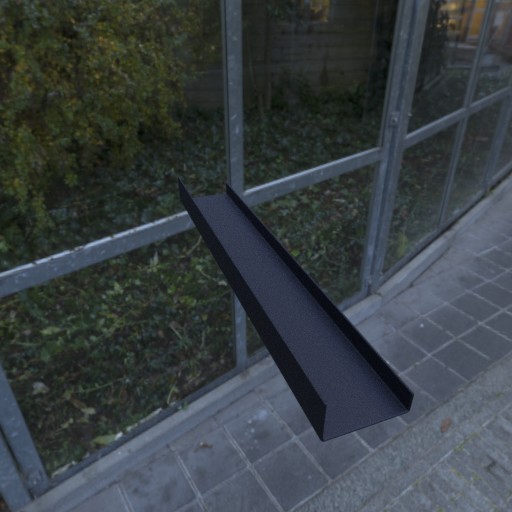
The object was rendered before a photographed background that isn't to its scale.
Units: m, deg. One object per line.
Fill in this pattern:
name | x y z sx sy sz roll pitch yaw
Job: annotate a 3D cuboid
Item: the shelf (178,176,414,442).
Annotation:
shelf | 0.000 0.000 0.660 0.102 0.053 0.605 -11 32 -18
